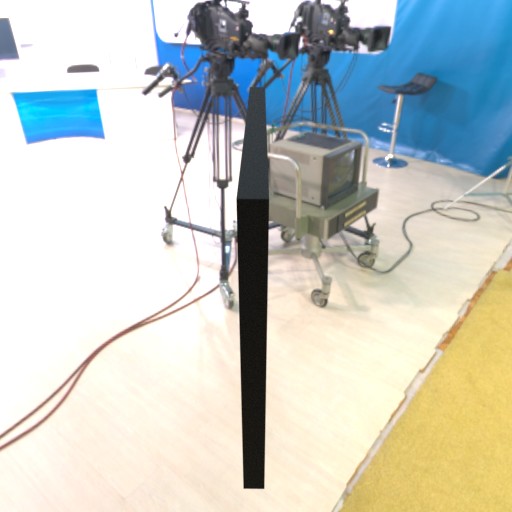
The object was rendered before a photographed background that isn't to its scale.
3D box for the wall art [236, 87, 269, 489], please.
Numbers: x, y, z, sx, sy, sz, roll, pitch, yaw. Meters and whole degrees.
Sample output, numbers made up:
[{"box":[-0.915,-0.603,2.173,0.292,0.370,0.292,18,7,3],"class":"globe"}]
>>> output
[{"box":[0.000,0.000,0.763,0.030,0.454,0.554,0,31,1],"class":"wall art"}]
